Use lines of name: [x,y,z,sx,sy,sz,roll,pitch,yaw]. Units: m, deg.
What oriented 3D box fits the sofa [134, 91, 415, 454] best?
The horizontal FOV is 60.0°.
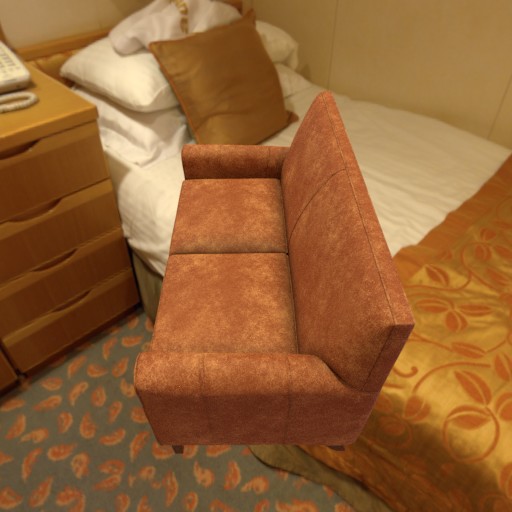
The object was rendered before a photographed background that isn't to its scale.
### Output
sofa: [0.000,0.000,1.937,0.787,0.871,1.473,-1,42,-1]
